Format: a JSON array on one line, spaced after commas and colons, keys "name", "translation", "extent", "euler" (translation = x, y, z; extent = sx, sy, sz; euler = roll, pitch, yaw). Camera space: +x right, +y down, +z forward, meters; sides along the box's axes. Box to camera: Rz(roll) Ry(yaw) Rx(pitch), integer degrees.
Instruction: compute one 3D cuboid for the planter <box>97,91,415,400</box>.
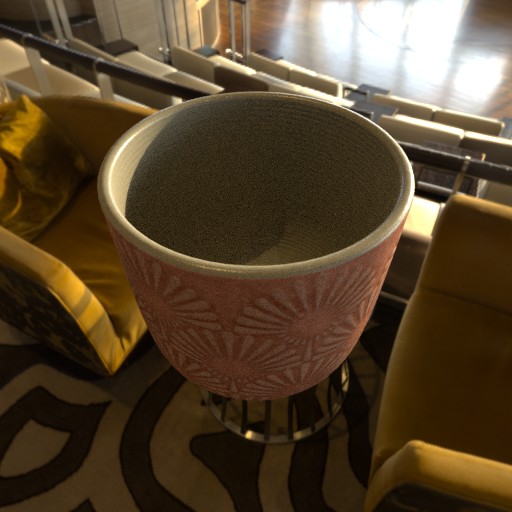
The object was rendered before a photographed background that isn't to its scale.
[{"name": "planter", "translation": [0.000, 0.000, 0.216], "extent": [0.124, 0.109, 0.124], "euler": [0, 46, 0]}]
